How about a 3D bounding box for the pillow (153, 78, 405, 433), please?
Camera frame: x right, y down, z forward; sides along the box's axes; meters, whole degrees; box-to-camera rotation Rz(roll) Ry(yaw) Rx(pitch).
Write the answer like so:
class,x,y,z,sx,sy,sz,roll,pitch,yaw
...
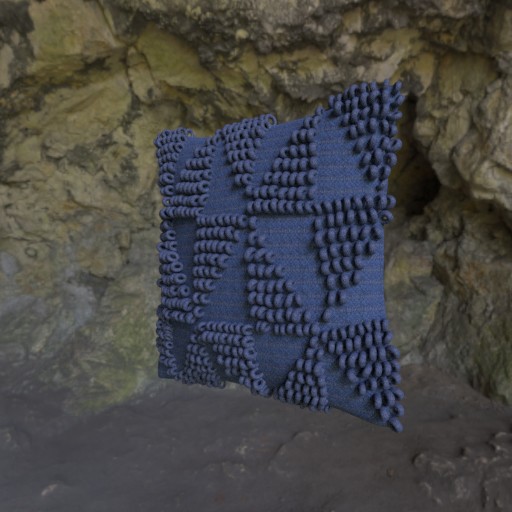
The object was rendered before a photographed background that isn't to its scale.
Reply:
class,x,y,z,sx,sy,sz,roll,pitch,yaw
pillow,0.000,0.000,0.705,0.469,0.466,0.172,0,0,35
